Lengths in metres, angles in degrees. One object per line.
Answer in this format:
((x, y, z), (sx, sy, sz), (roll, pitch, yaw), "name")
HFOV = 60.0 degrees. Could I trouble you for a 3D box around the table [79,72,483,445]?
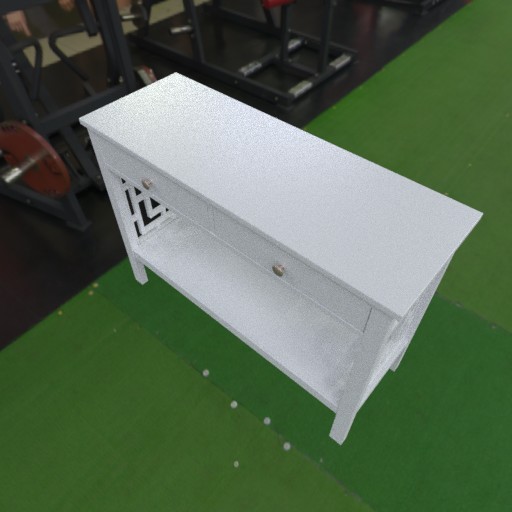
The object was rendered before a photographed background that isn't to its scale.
((0.000, 0.000, 1.452), (1.068, 0.753, 0.397), (33, 56, 26), "table")
